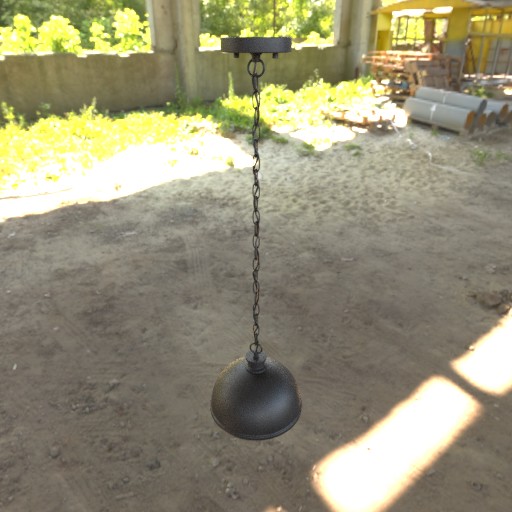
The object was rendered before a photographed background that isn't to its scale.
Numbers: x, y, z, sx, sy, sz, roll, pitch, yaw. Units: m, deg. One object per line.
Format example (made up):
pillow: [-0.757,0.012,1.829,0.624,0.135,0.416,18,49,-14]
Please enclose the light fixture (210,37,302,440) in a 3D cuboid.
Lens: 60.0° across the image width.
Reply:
light fixture: [0.000,0.000,1.231,0.304,1.090,0.304,8,27,16]
